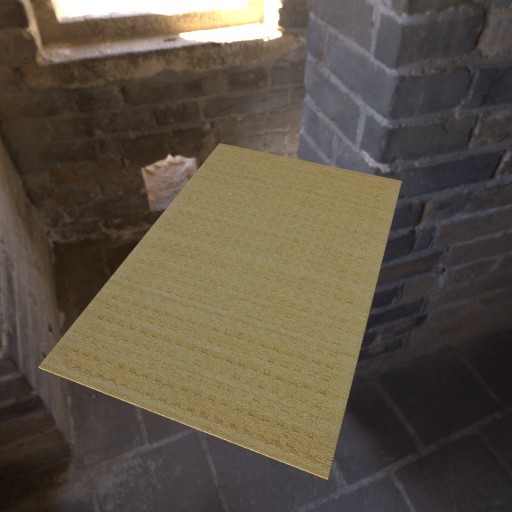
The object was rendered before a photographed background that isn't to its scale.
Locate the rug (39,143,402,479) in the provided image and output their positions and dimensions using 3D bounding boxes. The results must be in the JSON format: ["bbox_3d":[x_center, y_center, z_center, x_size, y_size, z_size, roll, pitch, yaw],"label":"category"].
[{"bbox_3d":[0.000,0.000,2.834,1.524,0.006,2.286,15,48,14],"label":"rug"}]
